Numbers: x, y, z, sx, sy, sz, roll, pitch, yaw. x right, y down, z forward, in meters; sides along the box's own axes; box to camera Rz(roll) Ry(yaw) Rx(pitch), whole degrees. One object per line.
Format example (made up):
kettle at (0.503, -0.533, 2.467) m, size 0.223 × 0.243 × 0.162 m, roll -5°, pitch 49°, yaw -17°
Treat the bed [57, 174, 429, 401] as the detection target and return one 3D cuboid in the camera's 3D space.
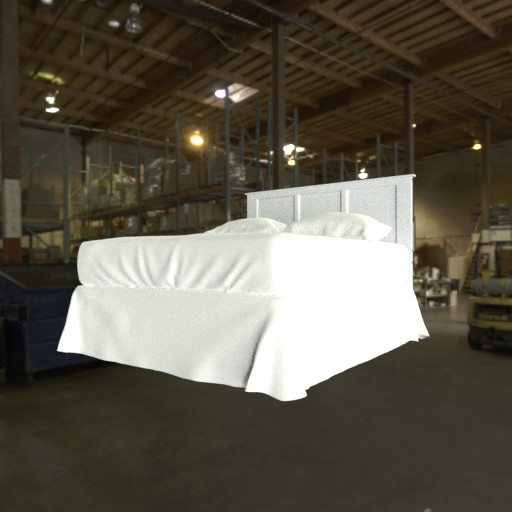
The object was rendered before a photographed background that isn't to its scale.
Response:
bed at (0.000, 0.000, 3.151) m, size 1.876 × 1.269 × 2.047 m, roll 0°, pitch -1°, yaw 37°
